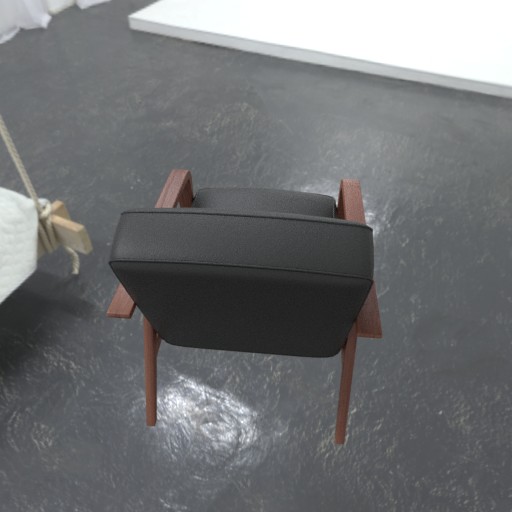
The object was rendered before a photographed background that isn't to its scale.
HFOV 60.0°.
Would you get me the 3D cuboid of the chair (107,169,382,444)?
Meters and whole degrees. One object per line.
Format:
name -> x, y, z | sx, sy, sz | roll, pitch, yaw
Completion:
chair -> 0.000, 0.000, 1.527 | 0.719, 0.861, 0.889 | 4, 46, 4
